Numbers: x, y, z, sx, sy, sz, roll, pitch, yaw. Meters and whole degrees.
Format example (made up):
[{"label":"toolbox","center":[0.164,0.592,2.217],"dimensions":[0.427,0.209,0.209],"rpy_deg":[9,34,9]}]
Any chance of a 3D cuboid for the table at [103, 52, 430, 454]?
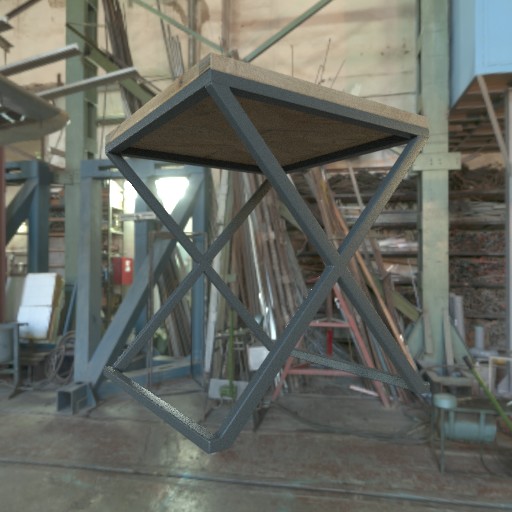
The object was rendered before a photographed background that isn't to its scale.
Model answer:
[{"label":"table","center":[0.000,0.000,0.943],"dimensions":[0.498,0.550,0.499],"rpy_deg":[0,-1,-35]}]
